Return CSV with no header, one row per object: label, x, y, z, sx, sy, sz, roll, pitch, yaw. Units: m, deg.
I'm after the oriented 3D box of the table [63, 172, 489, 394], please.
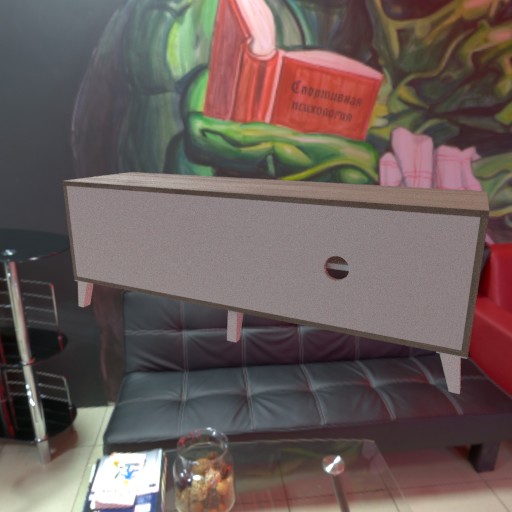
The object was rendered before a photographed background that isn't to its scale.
table,0.000,0.000,1.676,1.500,0.530,0.400,8,18,25
